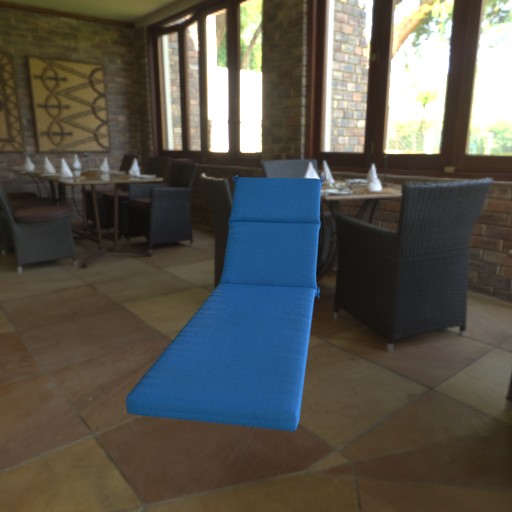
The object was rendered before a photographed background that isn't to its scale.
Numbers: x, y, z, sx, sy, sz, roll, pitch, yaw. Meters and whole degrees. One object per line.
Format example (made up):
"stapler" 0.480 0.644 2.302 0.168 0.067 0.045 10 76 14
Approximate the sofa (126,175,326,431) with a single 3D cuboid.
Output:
"sofa" 0.000 0.000 2.006 0.582 0.622 1.663 2 14 9
